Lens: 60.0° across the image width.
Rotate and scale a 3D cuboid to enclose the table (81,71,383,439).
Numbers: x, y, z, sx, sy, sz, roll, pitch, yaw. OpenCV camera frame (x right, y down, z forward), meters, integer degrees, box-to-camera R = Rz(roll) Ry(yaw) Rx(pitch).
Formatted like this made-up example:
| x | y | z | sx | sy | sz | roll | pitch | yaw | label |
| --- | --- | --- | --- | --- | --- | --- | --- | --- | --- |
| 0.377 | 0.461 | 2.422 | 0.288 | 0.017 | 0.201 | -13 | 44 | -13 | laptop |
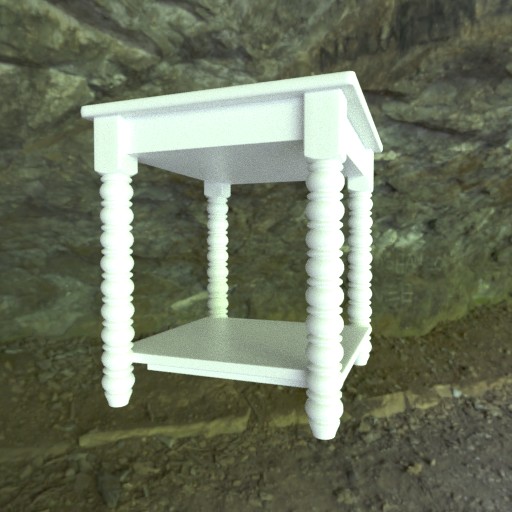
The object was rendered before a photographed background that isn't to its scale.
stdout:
| x | y | z | sx | sy | sz | roll | pitch | yaw | label |
| --- | --- | --- | --- | --- | --- | --- | --- | --- | --- |
| 0.000 | 0.000 | 0.987 | 0.500 | 0.563 | 0.533 | 1 | 2 | 20 | table |
